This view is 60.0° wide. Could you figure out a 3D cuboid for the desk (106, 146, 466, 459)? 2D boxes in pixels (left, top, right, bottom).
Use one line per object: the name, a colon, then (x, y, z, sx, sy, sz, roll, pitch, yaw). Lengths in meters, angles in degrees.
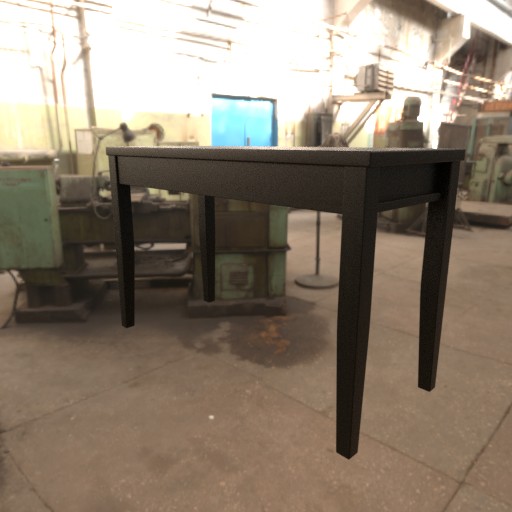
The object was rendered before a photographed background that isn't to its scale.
desk: (0.000, 0.000, 1.628, 0.508, 0.775, 1.220, -14, 20, -42)
